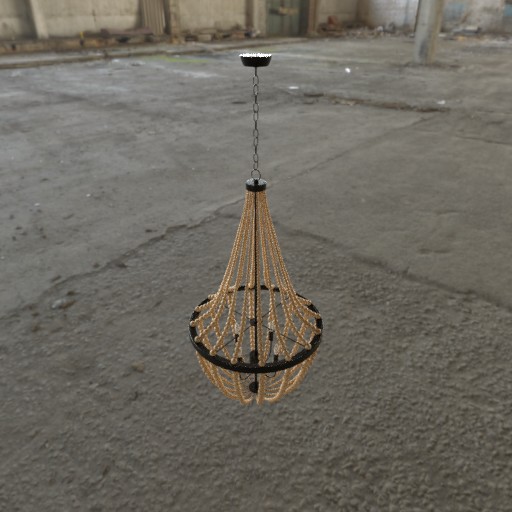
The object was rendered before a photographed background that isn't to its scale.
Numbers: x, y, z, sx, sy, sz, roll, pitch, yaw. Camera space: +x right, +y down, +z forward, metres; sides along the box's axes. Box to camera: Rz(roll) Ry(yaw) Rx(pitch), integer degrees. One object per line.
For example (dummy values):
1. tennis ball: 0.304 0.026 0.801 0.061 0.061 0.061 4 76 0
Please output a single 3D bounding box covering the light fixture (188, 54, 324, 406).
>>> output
1. light fixture: 0.000 0.000 1.368 0.450 1.133 0.450 0 29 0
